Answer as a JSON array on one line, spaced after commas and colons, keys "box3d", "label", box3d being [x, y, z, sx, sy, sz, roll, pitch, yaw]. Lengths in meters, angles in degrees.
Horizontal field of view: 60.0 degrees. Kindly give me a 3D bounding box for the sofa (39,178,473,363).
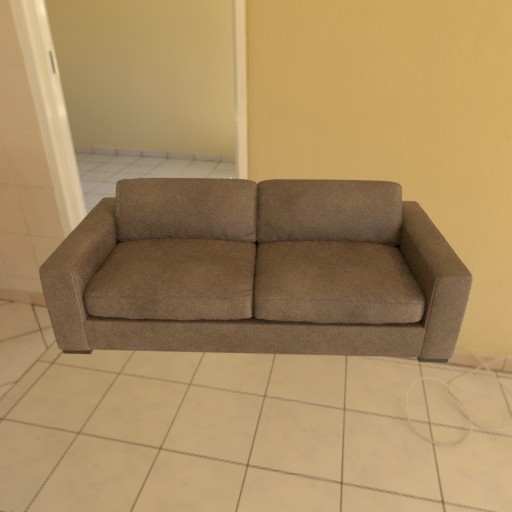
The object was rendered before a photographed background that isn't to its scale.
[{"box3d": [0.000, 0.000, 2.797, 2.262, 0.801, 1.070, 1, 29, 2], "label": "sofa"}]
